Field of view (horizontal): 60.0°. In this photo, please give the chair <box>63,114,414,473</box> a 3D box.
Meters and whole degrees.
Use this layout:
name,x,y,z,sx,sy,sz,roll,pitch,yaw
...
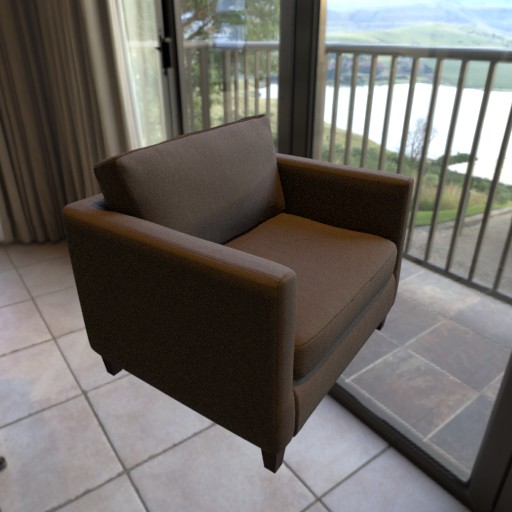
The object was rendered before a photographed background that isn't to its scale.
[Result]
name,x,y,z,sx,sy,sz,roll,pitch,yaw
chair,0.000,0.000,1.826,0.959,0.963,1.107,18,32,31
